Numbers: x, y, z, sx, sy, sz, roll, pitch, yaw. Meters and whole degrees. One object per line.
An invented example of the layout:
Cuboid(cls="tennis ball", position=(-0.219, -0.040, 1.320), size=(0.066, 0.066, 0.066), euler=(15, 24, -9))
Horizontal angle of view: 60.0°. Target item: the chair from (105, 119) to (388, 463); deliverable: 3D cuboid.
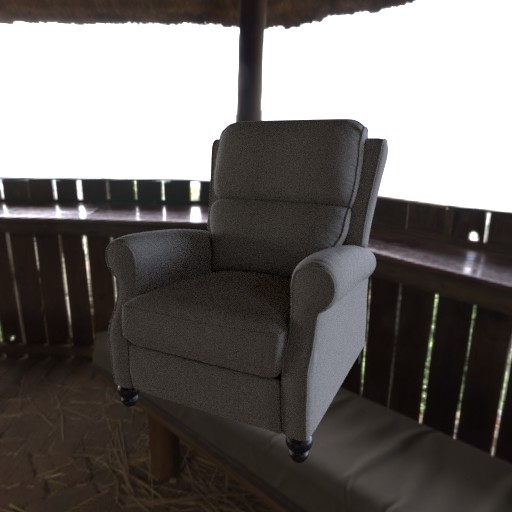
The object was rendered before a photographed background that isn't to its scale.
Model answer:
Cuboid(cls="chair", position=(0.000, 0.000, 1.730), size=(0.859, 1.046, 0.919), euler=(7, 16, 25))
